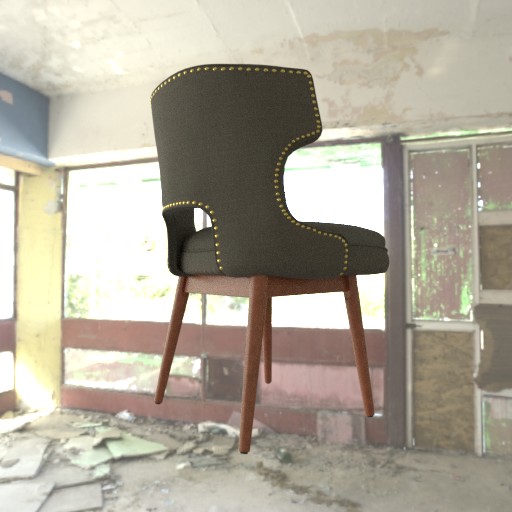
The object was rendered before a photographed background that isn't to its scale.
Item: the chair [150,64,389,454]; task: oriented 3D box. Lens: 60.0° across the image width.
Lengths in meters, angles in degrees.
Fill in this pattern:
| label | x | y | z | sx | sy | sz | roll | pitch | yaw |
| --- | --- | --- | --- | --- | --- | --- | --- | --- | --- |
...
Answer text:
| label | x | y | z | sx | sy | sz | roll | pitch | yaw |
| --- | --- | --- | --- | --- | --- | --- | --- | --- | --- |
| chair | 0.000 | 0.000 | 1.250 | 0.581 | 0.863 | 0.595 | 2 | -3 | -36 |
